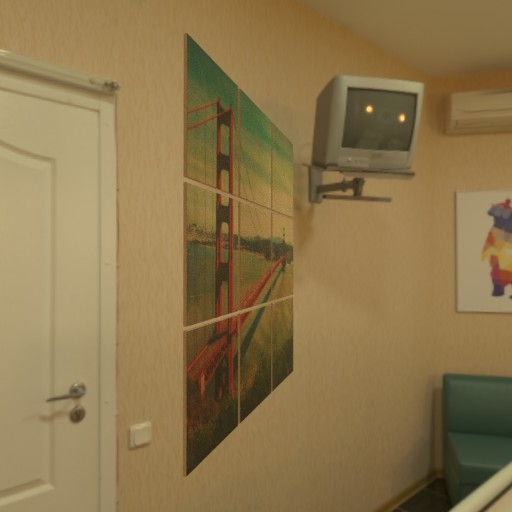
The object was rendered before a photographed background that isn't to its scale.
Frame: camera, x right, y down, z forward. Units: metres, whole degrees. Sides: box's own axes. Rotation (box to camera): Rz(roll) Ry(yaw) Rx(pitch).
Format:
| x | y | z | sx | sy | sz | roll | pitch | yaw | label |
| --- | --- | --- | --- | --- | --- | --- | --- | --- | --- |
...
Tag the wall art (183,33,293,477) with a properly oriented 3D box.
| x | y | z | sx | sy | sz | roll | pitch | yaw | label |
| --- | --- | --- | --- | --- | --- | --- | --- | --- | --- |
| 0.000 | 0.000 | 2.226 | 0.014 | 1.507 | 1.519 | 0 | -1 | 19 | wall art |
